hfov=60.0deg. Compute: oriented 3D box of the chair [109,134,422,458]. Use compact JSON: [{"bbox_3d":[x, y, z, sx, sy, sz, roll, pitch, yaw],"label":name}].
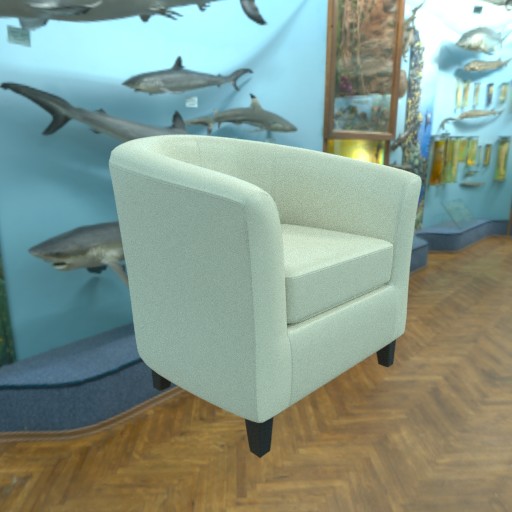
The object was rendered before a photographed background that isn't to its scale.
[{"bbox_3d":[0.000,0.000,1.410,0.727,0.756,0.792,13,19,43],"label":"chair"}]
